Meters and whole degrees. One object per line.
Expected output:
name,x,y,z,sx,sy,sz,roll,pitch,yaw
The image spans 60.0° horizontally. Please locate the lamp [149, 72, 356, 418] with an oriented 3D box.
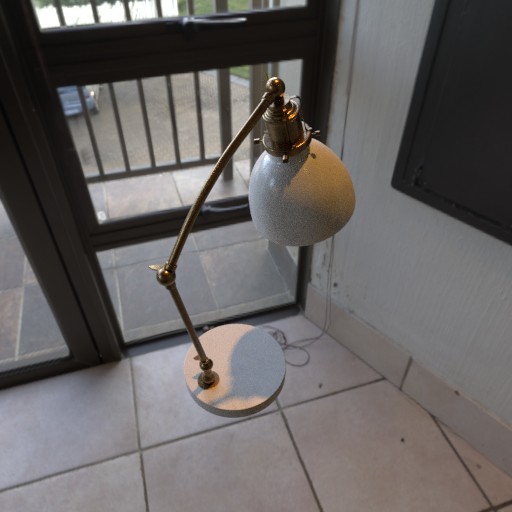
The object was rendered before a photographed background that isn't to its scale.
lamp,0.000,0.000,0.671,0.317,0.522,0.186,-26,47,-26
